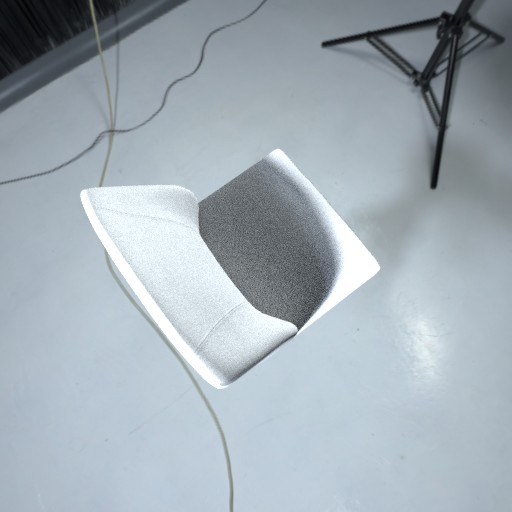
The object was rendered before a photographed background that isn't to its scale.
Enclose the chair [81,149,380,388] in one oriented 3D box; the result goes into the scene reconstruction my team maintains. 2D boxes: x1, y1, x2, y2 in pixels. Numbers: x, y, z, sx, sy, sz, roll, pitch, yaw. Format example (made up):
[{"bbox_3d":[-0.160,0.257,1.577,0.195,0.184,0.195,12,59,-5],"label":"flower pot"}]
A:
[{"bbox_3d":[0.000,0.000,1.206,0.540,0.893,0.472,-36,78,-9],"label":"chair"}]
